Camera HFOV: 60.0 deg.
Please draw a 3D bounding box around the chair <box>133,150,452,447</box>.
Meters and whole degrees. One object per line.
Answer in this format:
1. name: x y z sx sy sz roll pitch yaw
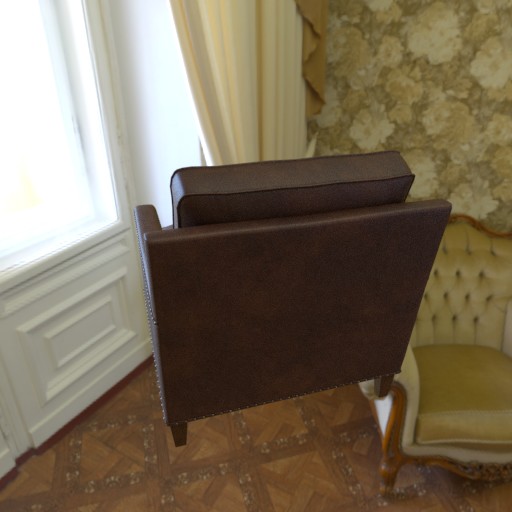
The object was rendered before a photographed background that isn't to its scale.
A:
1. chair: 0.000 0.000 1.700 0.853 0.929 1.014 -8 27 -15
